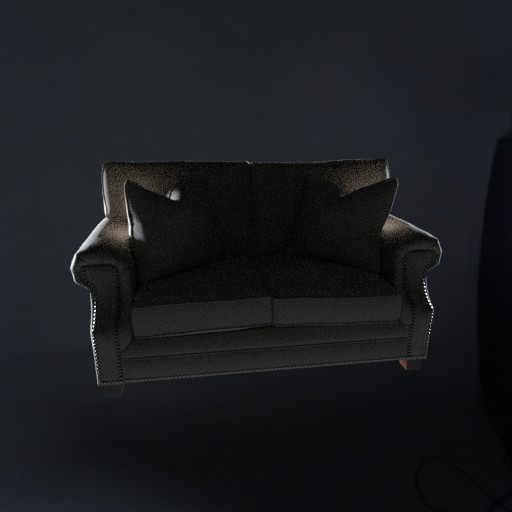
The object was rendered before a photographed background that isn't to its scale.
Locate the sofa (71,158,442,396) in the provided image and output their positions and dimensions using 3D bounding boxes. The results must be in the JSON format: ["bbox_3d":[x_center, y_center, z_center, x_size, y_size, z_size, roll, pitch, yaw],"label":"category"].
[{"bbox_3d":[0.000,0.000,2.344,1.701,0.966,0.966,-3,17,-9],"label":"sofa"}]
